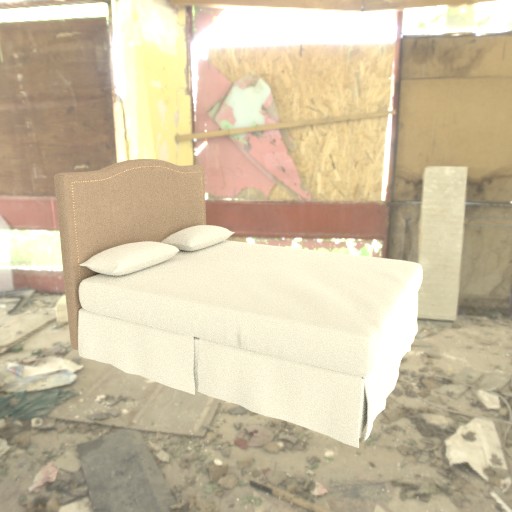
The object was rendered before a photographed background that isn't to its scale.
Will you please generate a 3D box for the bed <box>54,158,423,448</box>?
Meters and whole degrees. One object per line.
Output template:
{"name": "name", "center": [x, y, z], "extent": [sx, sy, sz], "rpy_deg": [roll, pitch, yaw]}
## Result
{"name": "bed", "center": [0.000, 0.000, 3.415], "extent": [2.282, 1.436, 1.821], "rpy_deg": [7, 16, 27]}
